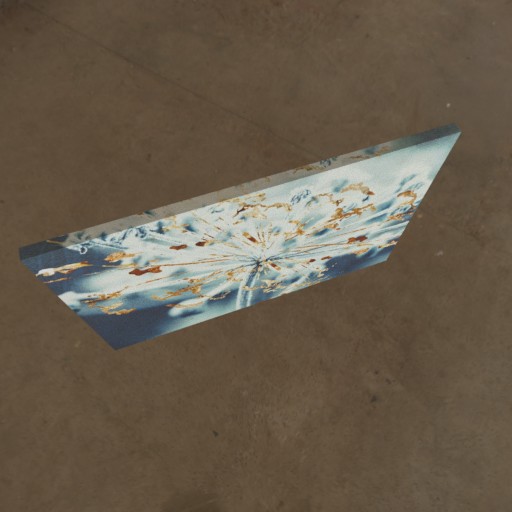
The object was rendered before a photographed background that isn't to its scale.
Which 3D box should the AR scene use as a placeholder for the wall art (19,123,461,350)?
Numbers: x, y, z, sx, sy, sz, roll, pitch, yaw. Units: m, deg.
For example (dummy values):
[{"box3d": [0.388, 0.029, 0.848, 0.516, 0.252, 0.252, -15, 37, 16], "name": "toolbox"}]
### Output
[{"box3d": [0.000, 0.000, 1.429, 1.138, 0.759, 0.035, -17, 64, -9], "name": "wall art"}]
